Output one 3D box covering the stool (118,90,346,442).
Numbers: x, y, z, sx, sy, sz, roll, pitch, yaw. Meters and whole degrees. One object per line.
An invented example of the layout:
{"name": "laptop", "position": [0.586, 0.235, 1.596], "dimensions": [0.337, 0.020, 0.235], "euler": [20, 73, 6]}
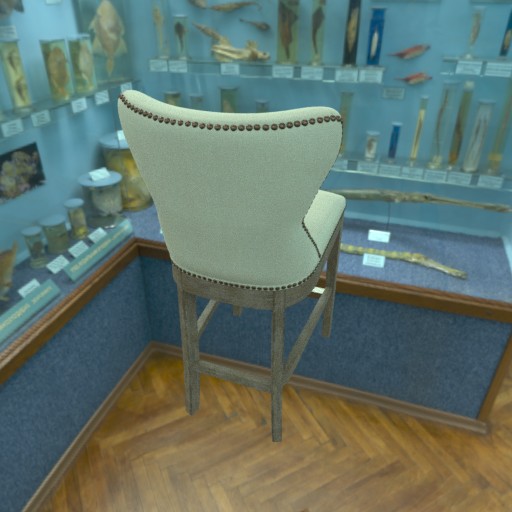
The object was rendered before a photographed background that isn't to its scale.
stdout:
{"name": "stool", "position": [0.000, 0.000, 1.306], "dimensions": [0.498, 0.981, 0.608], "euler": [11, 34, 17]}
